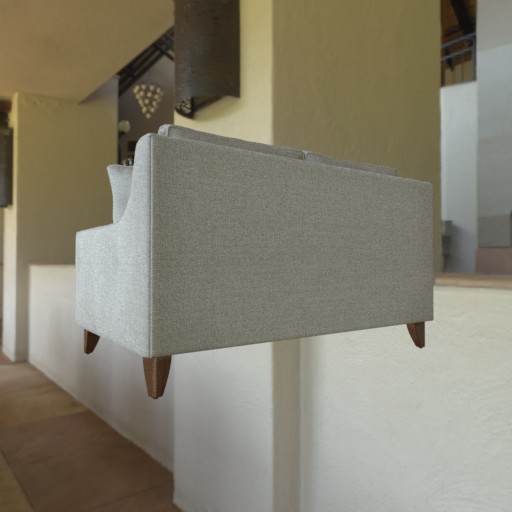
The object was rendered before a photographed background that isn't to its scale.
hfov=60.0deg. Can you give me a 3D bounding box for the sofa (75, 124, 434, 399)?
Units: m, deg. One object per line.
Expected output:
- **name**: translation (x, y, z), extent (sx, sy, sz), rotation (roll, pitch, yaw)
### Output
- **sofa**: translation (0.000, 0.000, 2.035), extent (1.422, 0.863, 0.915), rotation (1, -1, -36)
